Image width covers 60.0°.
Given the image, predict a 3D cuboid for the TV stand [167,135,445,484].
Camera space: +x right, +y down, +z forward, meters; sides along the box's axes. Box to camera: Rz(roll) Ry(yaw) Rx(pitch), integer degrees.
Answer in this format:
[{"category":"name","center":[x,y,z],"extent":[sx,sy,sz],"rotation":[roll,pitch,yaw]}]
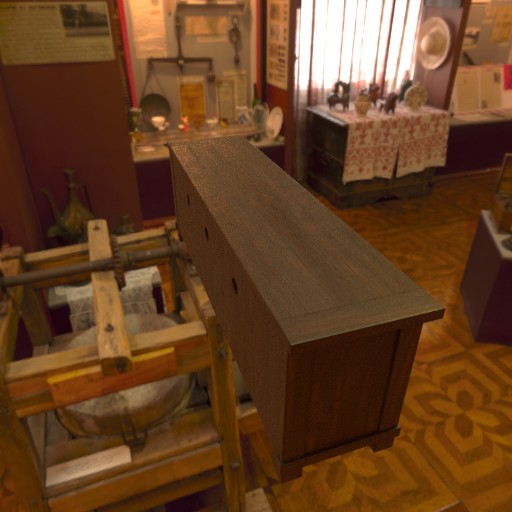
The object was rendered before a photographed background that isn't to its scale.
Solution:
[{"category":"TV stand","center":[0.000,0.000,2.066],"extent":[0.471,0.615,1.866],"rotation":[-10,32,-16]}]
